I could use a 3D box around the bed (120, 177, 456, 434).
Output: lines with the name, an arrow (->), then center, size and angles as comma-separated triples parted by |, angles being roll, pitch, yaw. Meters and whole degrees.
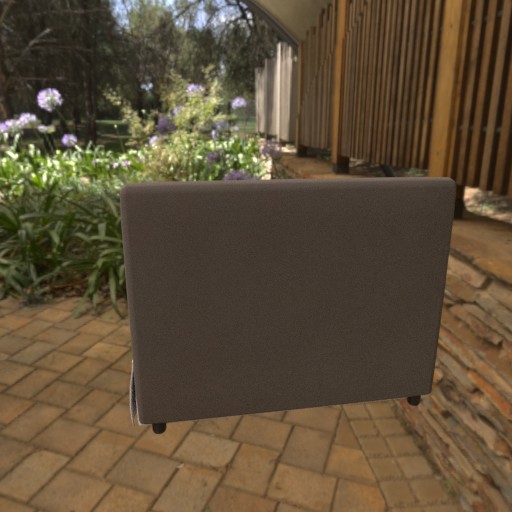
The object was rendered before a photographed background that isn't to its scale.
bed -> 0.000, 0.000, 3.256 | 1.723, 1.330, 2.142 | -3, 16, -9
